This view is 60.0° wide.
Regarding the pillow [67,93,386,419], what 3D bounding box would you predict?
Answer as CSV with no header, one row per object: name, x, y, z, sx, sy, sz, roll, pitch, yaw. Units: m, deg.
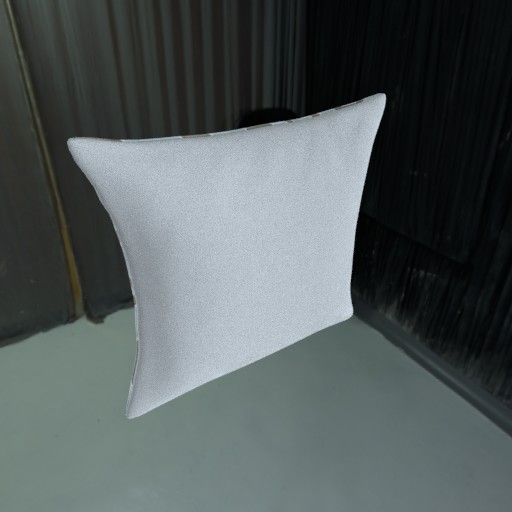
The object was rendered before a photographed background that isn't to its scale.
pillow,0.000,0.000,0.796,0.552,0.508,0.166,-18,35,-28
